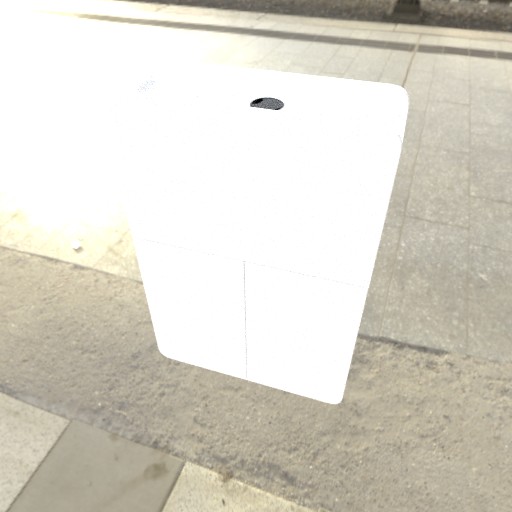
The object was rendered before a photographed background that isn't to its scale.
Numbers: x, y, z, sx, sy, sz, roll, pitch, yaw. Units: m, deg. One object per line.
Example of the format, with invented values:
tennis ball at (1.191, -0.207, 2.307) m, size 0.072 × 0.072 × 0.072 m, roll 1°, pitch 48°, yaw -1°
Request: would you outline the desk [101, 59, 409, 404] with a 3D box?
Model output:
desk at (0.000, 0.000, 1.571) m, size 0.795 × 1.190 × 0.278 m, roll 12°, pitch 43°, yaw 13°
